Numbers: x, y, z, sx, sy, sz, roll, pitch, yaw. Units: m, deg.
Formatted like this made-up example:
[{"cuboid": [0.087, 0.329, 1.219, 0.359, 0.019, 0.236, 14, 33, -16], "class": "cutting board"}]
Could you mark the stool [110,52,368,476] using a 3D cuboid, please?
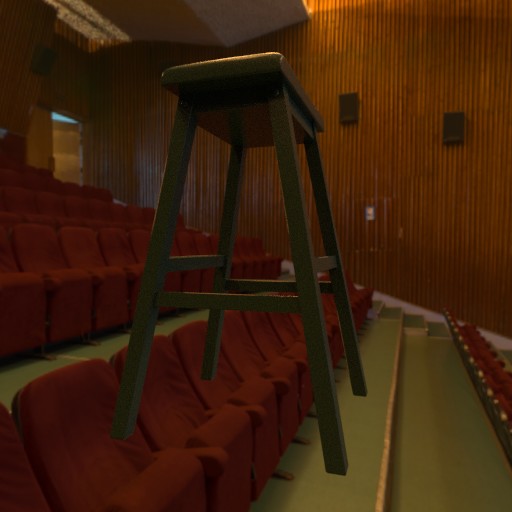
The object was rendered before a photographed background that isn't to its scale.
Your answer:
[{"cuboid": [0.000, 0.000, 1.037, 0.476, 0.737, 0.457, 0, 1, 19], "class": "stool"}]
